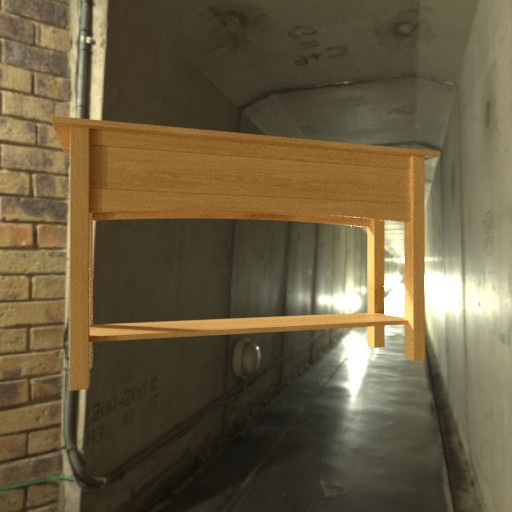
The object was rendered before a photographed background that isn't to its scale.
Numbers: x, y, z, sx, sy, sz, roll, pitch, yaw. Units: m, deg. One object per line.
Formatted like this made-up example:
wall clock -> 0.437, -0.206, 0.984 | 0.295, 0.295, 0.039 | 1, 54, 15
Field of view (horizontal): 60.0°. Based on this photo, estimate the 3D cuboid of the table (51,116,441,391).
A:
table -> 0.000, 0.000, 1.513 | 1.240, 0.730, 0.350 | 0, 0, -18
